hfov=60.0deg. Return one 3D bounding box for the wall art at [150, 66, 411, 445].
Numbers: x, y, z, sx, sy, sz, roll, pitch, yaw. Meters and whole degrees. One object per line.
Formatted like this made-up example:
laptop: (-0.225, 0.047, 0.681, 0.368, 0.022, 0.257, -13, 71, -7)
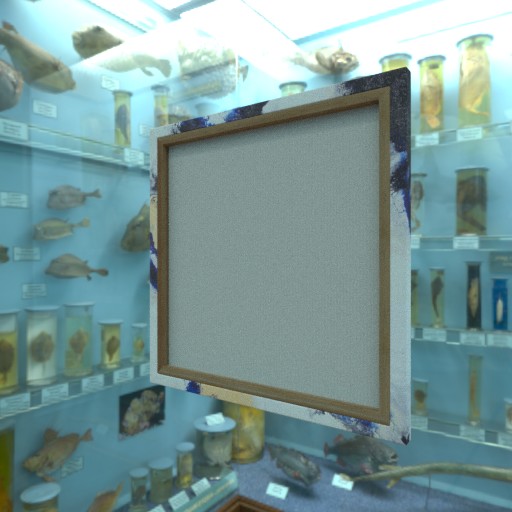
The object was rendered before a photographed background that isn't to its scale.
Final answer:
wall art: (0.000, 0.000, 1.304, 0.887, 0.885, 0.038, 0, 0, 36)
